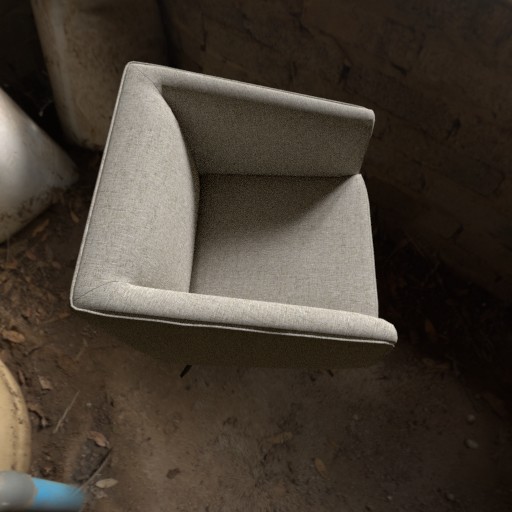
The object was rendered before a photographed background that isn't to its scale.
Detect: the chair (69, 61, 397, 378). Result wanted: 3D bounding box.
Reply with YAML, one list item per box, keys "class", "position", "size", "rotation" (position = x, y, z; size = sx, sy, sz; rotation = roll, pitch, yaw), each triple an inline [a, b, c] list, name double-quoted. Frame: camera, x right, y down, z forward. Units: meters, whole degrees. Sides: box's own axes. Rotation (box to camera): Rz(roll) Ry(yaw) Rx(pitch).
- class: "chair"
  position: [0.000, 0.000, 1.214]
  size: [0.623, 0.760, 0.628]
  rotation: [2, 63, 1]
